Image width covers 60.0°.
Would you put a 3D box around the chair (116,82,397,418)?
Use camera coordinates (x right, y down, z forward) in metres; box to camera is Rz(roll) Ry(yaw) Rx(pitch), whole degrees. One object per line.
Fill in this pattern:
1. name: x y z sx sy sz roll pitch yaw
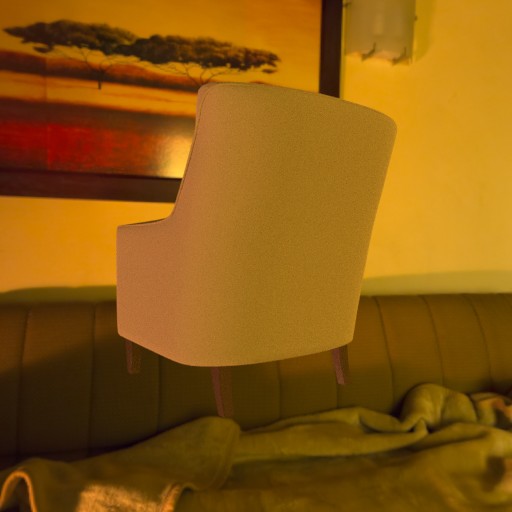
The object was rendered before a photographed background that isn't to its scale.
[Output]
1. chair: 0.000 0.000 1.590 0.756 0.916 0.879 -1 2 -36
